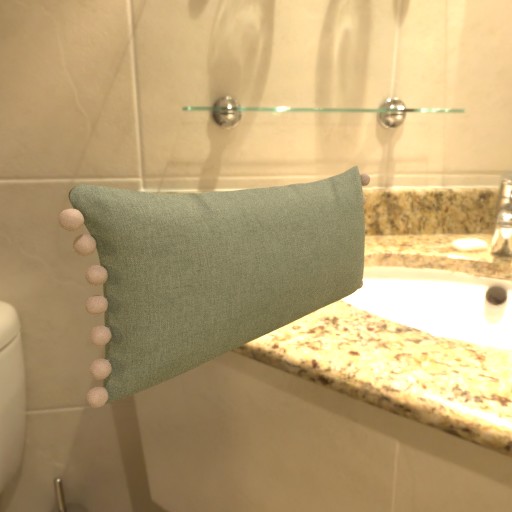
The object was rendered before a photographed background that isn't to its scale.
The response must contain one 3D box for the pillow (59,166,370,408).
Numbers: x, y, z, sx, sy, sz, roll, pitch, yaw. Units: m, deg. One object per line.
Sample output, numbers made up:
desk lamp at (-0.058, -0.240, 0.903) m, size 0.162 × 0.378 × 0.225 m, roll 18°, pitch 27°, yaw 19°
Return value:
pillow at (0.000, 0.000, 0.826) m, size 0.201 × 0.322 × 0.709 m, roll 16°, pitch 22°, yaw 43°
